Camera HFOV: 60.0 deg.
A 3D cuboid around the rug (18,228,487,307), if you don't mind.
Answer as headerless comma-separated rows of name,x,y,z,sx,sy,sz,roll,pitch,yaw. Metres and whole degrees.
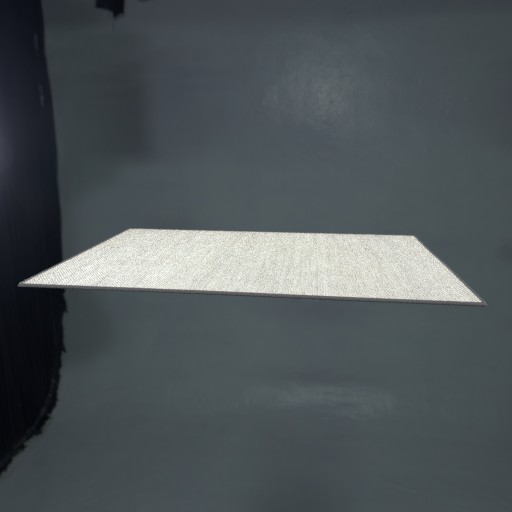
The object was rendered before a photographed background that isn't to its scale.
rug,0.000,0.000,2.072,1.676,0.013,1.067,2,15,7
